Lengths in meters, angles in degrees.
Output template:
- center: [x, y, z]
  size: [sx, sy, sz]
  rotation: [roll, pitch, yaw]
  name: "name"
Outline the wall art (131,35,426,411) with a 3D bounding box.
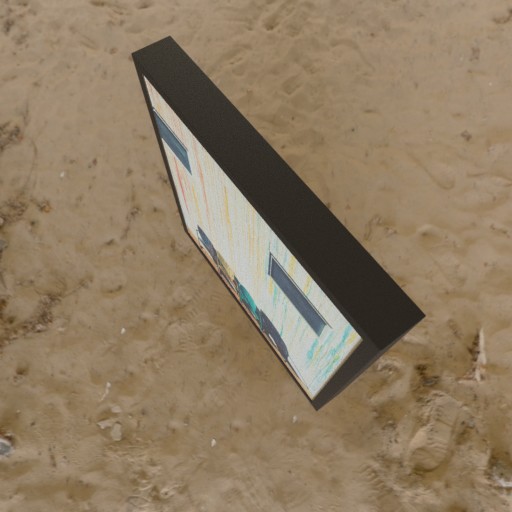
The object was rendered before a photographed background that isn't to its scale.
- center: [0.000, 0.000, 0.454]
  size: [0.038, 0.304, 0.304]
  rotation: [-33, 69, -15]
  name: "wall art"
